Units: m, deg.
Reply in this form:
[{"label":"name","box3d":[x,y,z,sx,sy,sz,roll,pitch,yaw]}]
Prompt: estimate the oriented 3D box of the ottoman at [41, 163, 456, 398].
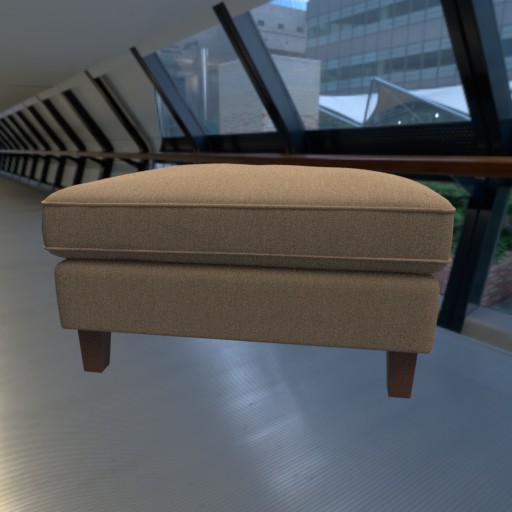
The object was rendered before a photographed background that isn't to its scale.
[{"label":"ottoman","box3d":[0.000,0.000,1.292,0.945,0.521,0.636,2,15,9]}]
